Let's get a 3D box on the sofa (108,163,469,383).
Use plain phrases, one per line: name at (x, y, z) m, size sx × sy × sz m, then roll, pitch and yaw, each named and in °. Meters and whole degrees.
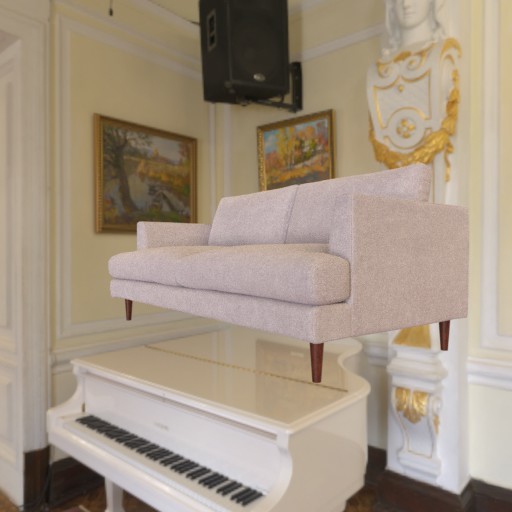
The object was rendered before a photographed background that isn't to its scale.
sofa at (0.000, 0.000, 2.500) m, size 1.020 × 0.868 × 1.948 m, roll 0°, pitch 1°, yaw -37°
